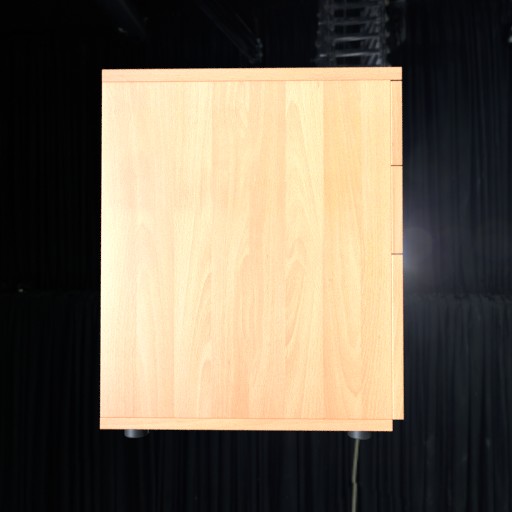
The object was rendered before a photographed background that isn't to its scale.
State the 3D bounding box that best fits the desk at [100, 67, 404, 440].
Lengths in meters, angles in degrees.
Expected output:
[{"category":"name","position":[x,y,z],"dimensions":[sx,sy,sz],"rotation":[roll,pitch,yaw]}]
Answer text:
[{"category":"desk","position":[0.000,0.000,1.065],"dimensions":[0.600,0.730,0.404],"rotation":[0,-1,1]}]
